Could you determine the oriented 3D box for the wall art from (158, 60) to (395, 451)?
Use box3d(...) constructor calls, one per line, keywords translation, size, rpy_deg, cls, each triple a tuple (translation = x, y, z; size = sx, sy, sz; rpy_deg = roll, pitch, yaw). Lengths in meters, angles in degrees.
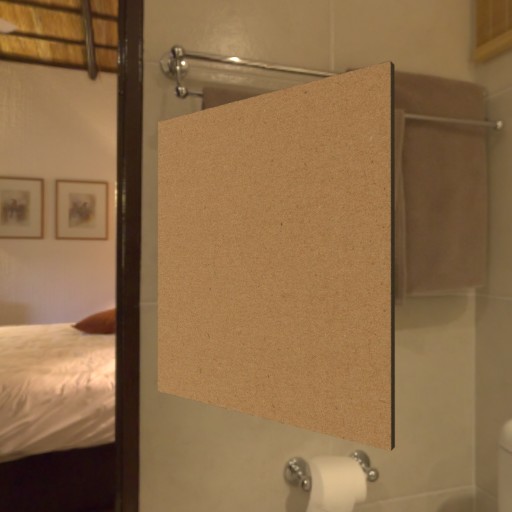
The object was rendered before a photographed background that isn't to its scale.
box3d(translation=(0.000, 0.000, 1.212), size=(0.755, 0.863, 0.028), rpy_deg=(0, 0, 36), cls="wall art")
